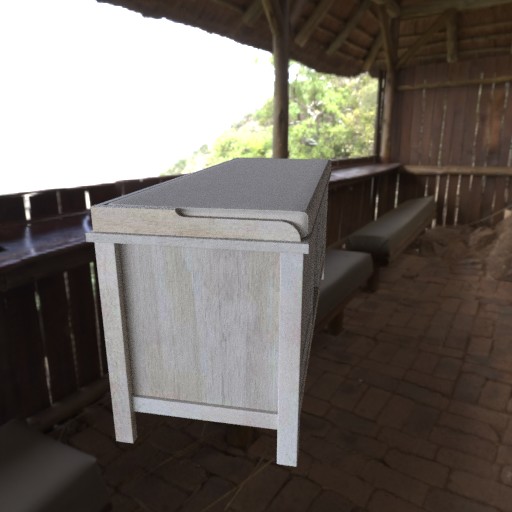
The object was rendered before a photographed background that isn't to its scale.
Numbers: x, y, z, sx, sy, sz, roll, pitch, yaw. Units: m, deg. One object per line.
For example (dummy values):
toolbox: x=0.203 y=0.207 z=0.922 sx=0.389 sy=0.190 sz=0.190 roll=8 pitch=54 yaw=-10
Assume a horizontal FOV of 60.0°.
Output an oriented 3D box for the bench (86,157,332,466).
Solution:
bench: x=0.000 y=0.000 z=1.349 sx=0.398 sy=0.501 sz=1.140 roll=3 pitch=17 yaw=11
